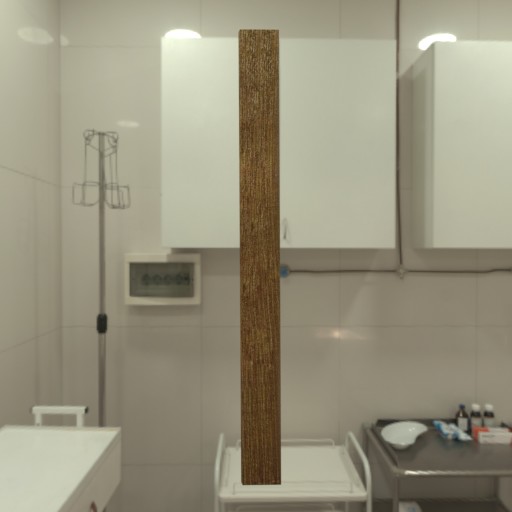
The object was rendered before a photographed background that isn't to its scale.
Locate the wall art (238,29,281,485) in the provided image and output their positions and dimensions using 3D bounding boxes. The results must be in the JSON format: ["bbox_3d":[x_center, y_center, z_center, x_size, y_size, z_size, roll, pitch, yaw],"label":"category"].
[{"bbox_3d":[0.000,0.000,0.594,0.039,0.403,0.406,0,1,-1],"label":"wall art"}]
